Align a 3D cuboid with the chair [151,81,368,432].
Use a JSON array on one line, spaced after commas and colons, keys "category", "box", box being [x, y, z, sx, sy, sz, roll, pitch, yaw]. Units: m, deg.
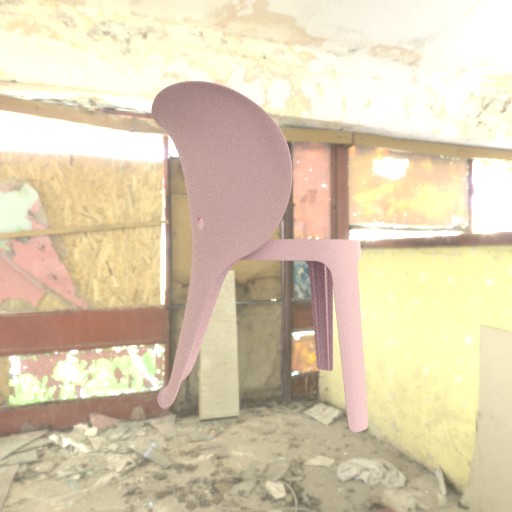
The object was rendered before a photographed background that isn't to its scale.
[{"category": "chair", "box": [0.000, 0.000, 0.884, 0.402, 0.554, 0.451, 0, 0, 0]}]
